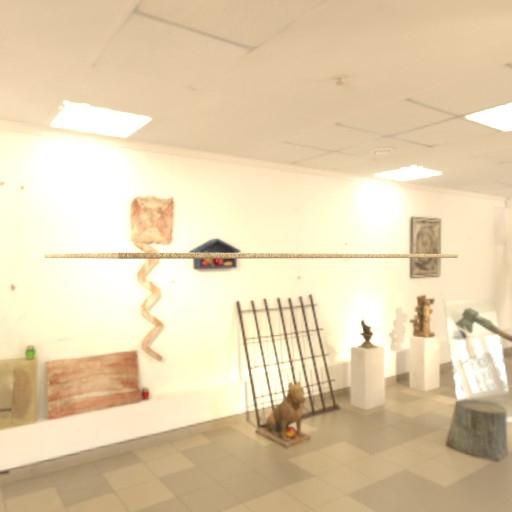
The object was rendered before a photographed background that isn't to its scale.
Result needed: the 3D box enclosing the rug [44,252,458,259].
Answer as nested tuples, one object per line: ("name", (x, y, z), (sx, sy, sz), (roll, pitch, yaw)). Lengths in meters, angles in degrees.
("rug", (0.000, 0.000, 2.976), (2.346, 0.025, 1.500), (0, 0, -35))
